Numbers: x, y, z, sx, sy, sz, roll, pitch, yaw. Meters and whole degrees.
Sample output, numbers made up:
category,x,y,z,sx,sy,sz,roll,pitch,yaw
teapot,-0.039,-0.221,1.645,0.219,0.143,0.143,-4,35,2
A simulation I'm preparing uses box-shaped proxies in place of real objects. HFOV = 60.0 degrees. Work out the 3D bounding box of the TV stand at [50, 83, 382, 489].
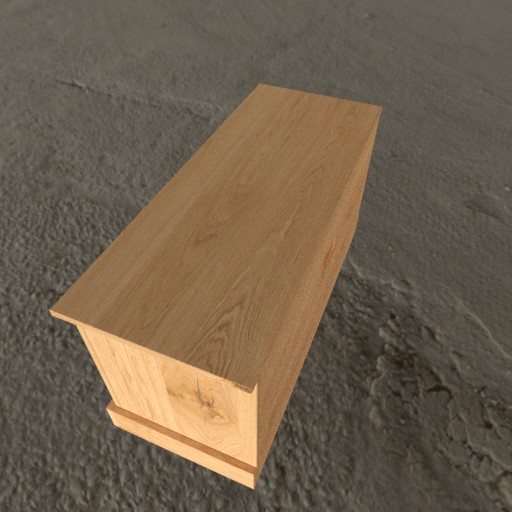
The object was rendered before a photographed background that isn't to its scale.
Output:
category,x,y,z,sx,sy,sz,roll,pitch,yaw
TV stand,0.000,0.000,1.355,0.440,0.550,1.080,17,48,16
